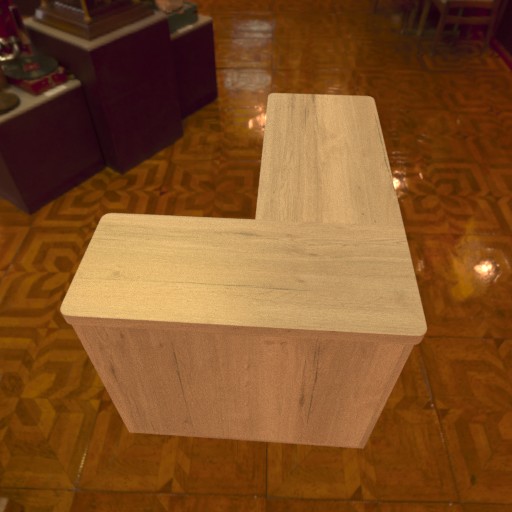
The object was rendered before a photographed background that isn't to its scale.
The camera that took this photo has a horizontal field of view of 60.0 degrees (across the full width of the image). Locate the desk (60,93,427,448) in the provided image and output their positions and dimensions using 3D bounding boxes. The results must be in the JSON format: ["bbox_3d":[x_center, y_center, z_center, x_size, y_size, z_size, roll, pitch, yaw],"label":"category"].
[{"bbox_3d":[0.000,0.000,1.742,0.900,0.760,1.169,3,47,3],"label":"desk"}]
